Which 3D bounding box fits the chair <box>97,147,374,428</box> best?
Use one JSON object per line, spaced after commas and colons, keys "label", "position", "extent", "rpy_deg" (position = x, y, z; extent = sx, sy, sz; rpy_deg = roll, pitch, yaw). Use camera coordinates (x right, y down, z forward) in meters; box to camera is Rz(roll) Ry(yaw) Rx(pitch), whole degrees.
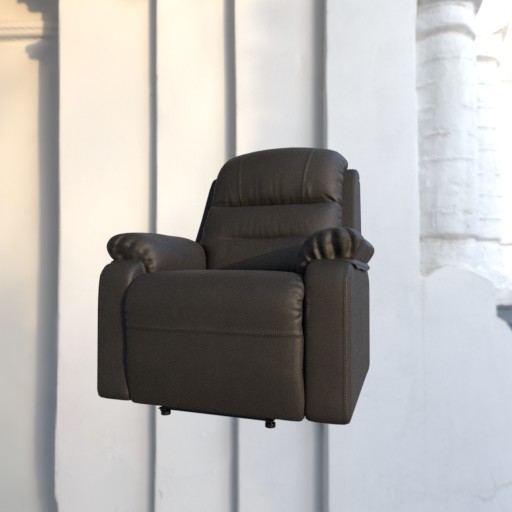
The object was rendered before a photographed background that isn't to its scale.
{"label": "chair", "position": [0.000, 0.000, 1.679], "extent": [0.855, 0.992, 0.919], "rpy_deg": [0, -1, 19]}
